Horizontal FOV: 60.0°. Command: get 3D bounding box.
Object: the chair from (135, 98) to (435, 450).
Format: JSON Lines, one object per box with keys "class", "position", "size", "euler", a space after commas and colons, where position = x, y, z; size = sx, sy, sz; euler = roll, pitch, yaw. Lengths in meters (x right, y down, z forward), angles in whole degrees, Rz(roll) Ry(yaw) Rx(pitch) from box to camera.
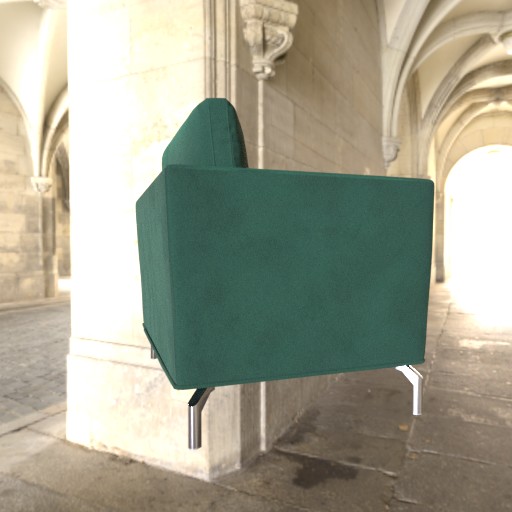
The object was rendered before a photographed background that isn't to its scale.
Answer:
{"class": "chair", "position": [0.000, 0.000, 1.748], "size": [0.852, 0.997, 1.047], "euler": [-1, 2, -19]}
